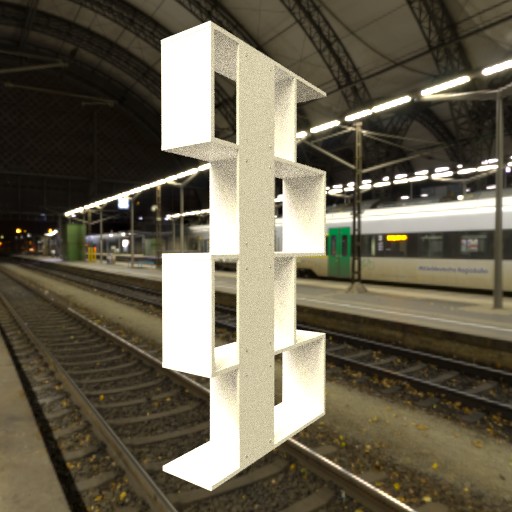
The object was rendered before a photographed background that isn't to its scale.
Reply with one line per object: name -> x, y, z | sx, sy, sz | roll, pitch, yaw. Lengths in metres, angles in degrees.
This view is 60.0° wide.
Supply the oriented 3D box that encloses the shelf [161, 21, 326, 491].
shelf -> 0.000, 0.000, 1.988 | 0.250, 1.650, 0.890 | 1, 1, 36
